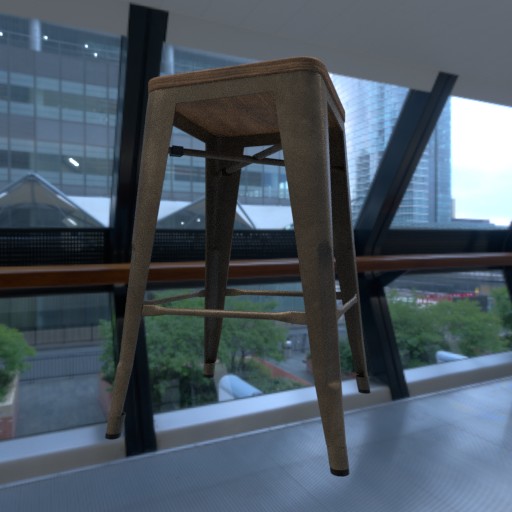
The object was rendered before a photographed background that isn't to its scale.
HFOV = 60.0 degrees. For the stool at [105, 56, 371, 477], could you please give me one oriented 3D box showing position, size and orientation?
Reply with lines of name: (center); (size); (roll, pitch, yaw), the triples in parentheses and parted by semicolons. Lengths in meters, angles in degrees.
stool: (0.000, 0.000, 0.866); (0.407, 0.607, 0.407); (0, 0, 19)
